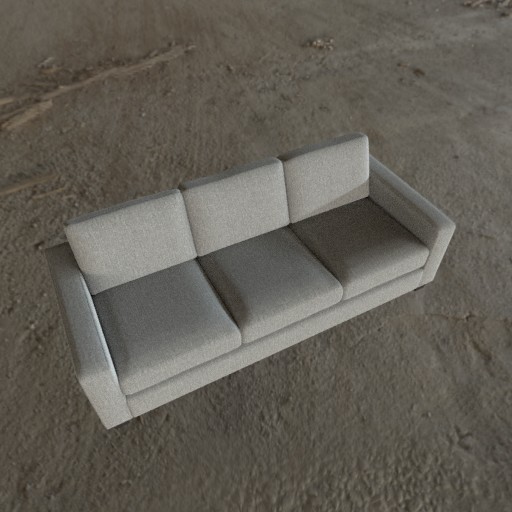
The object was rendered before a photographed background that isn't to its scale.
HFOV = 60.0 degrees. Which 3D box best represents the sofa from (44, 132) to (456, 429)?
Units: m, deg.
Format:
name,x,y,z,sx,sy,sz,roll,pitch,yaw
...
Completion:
name,x,y,z,sx,sy,sz,roll,pitch,yaw
sofa,0.000,0.000,2.548,2.120,0.800,0.900,-20,49,-19
